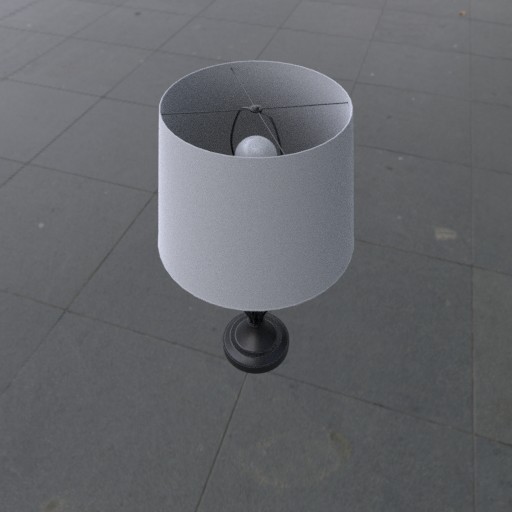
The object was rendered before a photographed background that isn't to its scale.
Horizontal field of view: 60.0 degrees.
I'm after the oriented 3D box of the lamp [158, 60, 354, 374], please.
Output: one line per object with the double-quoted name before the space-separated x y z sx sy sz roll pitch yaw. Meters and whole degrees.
"lamp" 0.000 0.000 0.799 0.331 0.594 0.331 0 47 0
